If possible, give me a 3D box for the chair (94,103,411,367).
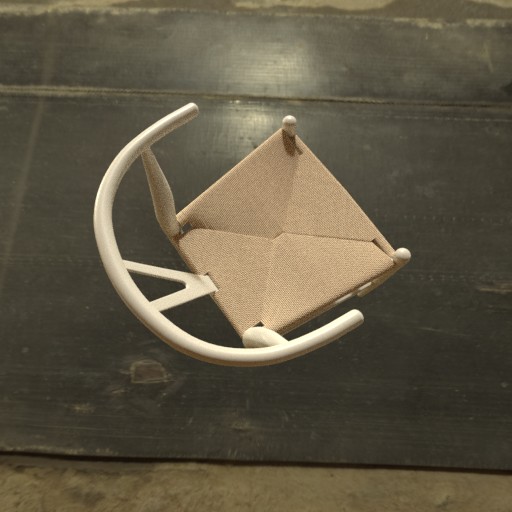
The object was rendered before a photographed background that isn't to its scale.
[{"bbox_3d":[0.000,0.000,1.139,0.579,0.730,0.569,-35,77,-9],"label":"chair"}]
